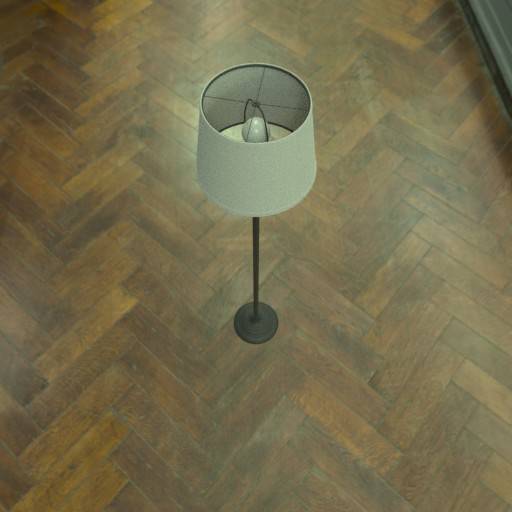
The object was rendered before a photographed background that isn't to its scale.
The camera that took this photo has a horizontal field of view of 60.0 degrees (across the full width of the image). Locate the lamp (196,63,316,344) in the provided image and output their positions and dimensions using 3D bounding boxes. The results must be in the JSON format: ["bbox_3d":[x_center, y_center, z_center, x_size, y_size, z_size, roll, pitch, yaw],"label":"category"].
[{"bbox_3d":[0.000,0.000,1.667,0.327,1.506,0.327,-31,67,-15],"label":"lamp"}]
